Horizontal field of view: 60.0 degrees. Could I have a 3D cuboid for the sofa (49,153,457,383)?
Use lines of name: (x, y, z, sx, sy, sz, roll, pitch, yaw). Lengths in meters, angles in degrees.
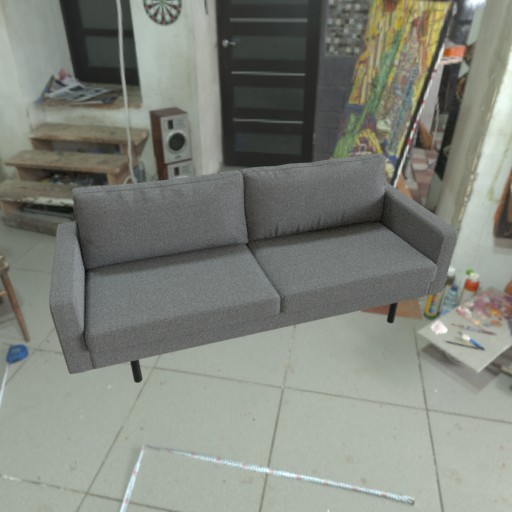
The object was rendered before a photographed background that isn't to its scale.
sofa: (0.000, 0.000, 2.668, 2.200, 0.880, 0.880, -10, 33, -15)
